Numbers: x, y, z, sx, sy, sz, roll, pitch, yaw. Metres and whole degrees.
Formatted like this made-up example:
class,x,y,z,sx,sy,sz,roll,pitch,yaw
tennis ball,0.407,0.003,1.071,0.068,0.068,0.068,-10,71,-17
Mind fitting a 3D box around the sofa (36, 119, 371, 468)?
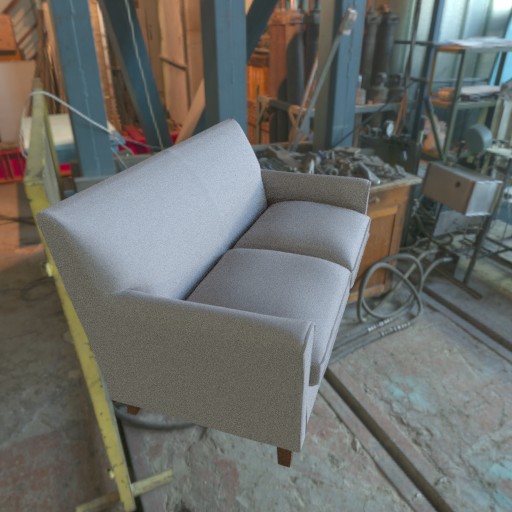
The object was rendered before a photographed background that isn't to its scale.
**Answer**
class,x,y,z,sx,sy,sz,roll,pitch,yaw
sofa,0.000,0.000,2.010,0.888,0.890,1.482,10,30,17
